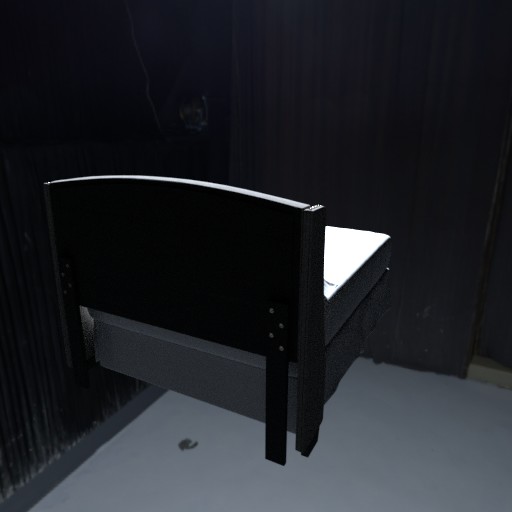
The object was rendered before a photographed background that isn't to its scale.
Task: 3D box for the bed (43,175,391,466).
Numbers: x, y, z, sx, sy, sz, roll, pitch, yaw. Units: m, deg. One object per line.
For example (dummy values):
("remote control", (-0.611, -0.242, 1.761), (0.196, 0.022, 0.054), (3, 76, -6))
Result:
("bed", (0.000, 0.000, 3.337), (1.710, 1.407, 2.237), (9, 20, 27))
